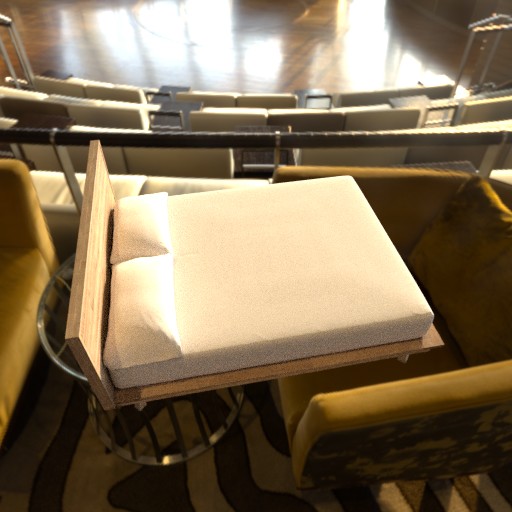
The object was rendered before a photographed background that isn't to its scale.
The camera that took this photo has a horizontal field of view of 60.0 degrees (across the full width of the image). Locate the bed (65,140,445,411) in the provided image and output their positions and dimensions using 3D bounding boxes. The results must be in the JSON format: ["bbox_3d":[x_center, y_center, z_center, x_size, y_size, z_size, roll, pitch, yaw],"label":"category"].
[{"bbox_3d":[0.000,0.000,3.163,2.145,1.071,1.759,-8,46,-8],"label":"bed"}]
